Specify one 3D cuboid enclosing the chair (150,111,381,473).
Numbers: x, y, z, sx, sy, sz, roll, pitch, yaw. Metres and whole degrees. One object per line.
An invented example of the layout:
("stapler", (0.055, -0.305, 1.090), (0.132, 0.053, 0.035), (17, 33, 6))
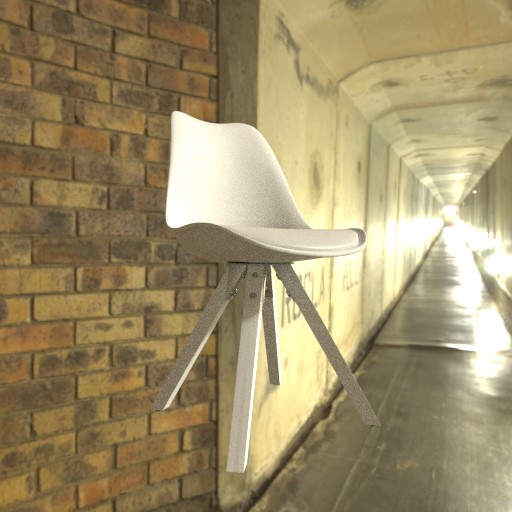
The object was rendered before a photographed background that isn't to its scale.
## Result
("chair", (0.000, 0.000, 1.180), (0.485, 0.850, 0.550), (-1, 1, -34))
